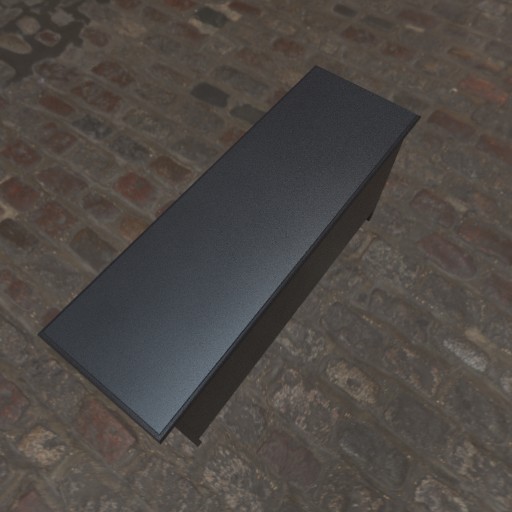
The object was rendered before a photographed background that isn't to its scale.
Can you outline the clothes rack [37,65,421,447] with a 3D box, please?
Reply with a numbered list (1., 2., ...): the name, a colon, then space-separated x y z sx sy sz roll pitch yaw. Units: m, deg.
1. clothes rack: 0.000 0.000 1.480 0.406 0.556 1.219 34 66 17
